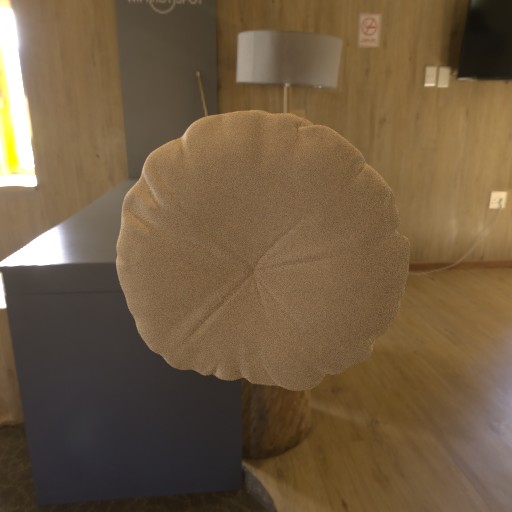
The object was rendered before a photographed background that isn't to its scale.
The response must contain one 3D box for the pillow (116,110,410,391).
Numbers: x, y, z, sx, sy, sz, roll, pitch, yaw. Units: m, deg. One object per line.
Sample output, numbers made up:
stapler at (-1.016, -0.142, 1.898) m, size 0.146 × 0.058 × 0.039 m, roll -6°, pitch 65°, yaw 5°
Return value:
pillow at (0.000, 0.000, 0.651) m, size 0.428 × 0.407 × 0.148 m, roll 3°, pitch 17°, yaw 8°
